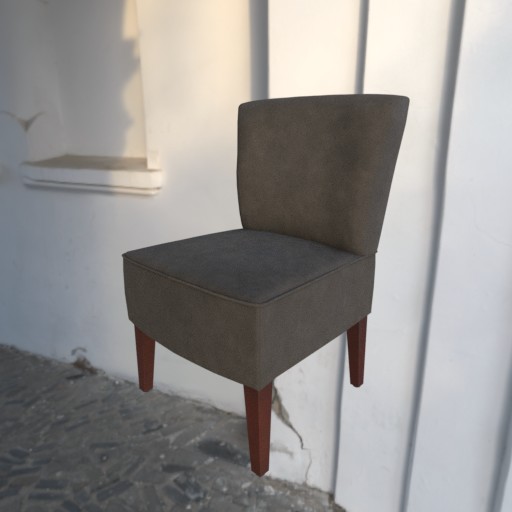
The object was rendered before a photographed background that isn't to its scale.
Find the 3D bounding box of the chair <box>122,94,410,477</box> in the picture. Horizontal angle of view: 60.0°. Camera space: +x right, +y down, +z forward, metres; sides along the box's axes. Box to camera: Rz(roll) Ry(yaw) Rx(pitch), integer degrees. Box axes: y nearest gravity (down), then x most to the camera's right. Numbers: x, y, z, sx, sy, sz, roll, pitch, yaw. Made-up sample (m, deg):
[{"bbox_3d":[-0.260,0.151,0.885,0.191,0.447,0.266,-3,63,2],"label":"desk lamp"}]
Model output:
[{"bbox_3d":[0.000,0.000,1.154,0.521,0.806,0.554,15,22,42],"label":"chair"}]
